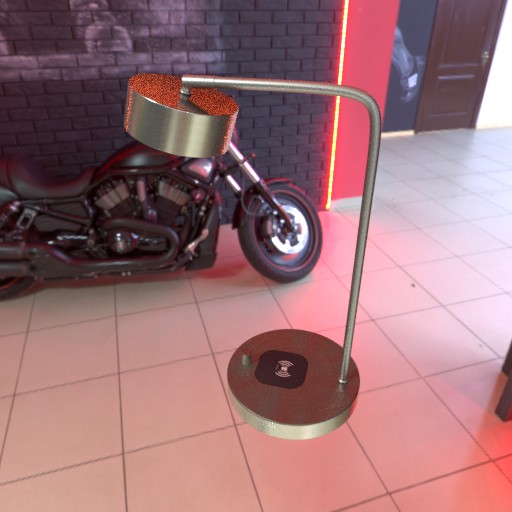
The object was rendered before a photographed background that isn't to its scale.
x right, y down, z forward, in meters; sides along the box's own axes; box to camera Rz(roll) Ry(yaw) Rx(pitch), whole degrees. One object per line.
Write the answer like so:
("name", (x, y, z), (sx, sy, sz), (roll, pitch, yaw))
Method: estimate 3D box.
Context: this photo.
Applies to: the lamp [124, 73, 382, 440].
("lamp", (0.000, 0.000, 0.622), (0.334, 0.469, 0.211), (8, 31, 13))
